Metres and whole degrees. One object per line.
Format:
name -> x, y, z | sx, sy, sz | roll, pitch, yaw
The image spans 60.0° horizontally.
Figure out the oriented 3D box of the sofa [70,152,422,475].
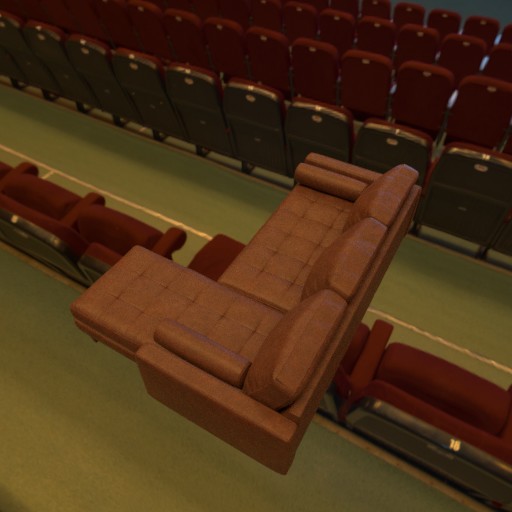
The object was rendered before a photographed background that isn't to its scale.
sofa -> 0.000, 0.000, 3.031 | 1.613, 0.841, 2.185 | 23, 51, 20
